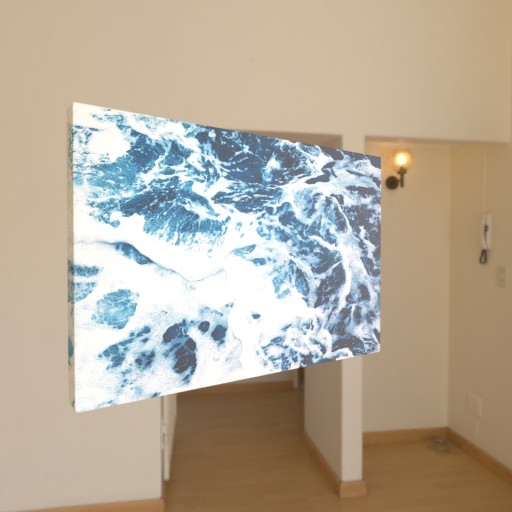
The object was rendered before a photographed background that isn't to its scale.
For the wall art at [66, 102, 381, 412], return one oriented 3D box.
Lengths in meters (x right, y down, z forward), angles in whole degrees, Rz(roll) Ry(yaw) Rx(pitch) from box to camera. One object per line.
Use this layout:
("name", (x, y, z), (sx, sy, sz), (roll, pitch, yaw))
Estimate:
("wall art", (0.000, 0.000, 0.769), (0.609, 0.407, 0.043), (-1, 1, -35))
